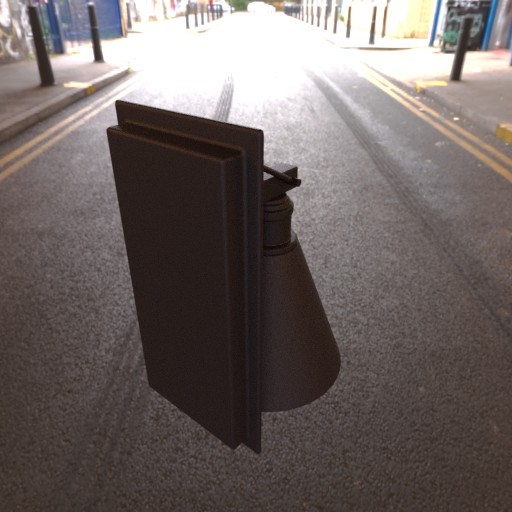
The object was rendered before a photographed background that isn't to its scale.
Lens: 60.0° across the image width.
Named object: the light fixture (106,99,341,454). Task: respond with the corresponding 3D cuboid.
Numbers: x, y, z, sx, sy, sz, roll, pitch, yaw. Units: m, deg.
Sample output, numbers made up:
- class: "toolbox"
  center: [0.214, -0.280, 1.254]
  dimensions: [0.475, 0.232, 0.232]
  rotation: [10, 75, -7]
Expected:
- class: "light fixture"
  center: [0.000, 0.000, 0.431]
  dimensions: [0.170, 0.298, 0.207]
  rotation: [23, 37, 34]
